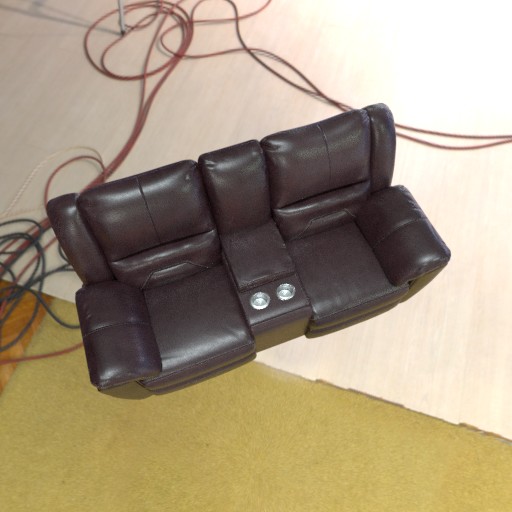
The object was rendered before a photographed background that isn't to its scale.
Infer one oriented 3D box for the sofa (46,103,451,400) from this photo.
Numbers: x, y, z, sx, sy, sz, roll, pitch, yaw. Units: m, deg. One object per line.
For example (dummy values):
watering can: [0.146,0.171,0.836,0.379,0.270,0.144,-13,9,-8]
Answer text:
sofa: [0.000,0.000,2.592,2.058,1.043,0.991,-19,66,-9]
